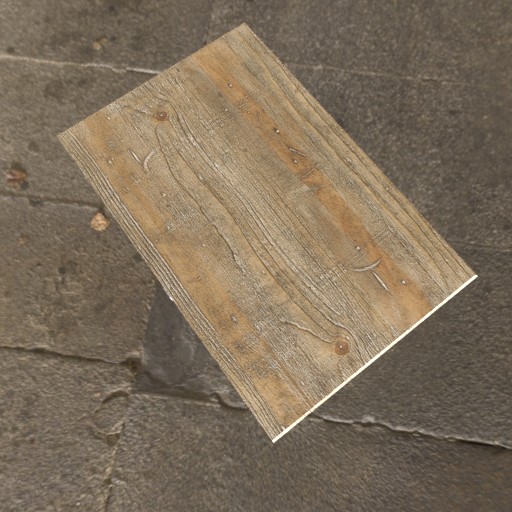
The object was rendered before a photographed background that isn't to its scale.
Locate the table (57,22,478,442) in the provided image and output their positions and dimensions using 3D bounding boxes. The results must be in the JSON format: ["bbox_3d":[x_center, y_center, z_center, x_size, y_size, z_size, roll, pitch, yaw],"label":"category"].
[{"bbox_3d":[0.000,0.000,1.144,0.457,0.711,0.686,-36,77,-10],"label":"table"}]
